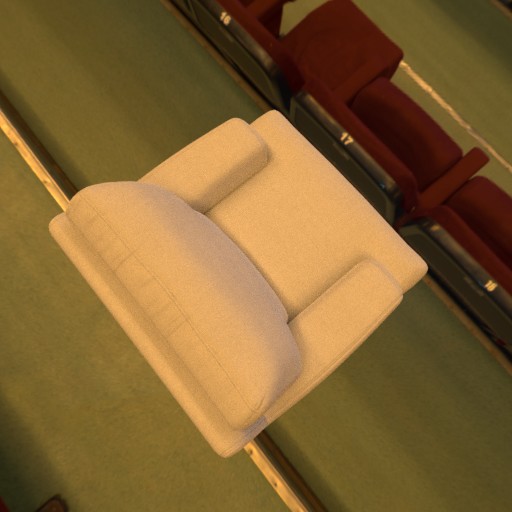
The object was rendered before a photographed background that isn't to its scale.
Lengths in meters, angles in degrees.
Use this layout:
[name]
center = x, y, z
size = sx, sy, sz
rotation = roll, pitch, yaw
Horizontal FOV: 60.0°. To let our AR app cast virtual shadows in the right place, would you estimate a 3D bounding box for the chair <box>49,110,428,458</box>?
[chair]
center = 0.000, 0.000, 1.930
size = 1.158, 0.930, 1.140
rotation = -39, 78, -10
